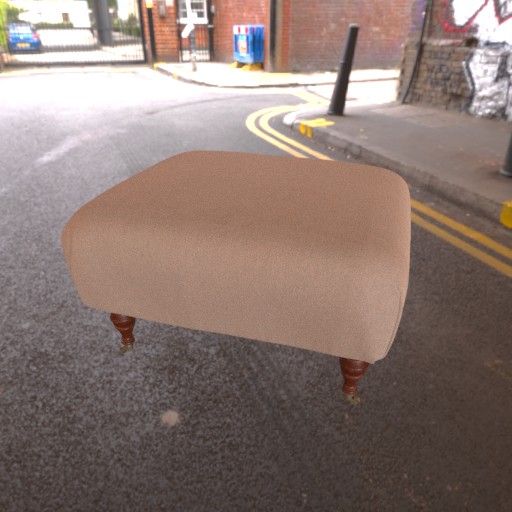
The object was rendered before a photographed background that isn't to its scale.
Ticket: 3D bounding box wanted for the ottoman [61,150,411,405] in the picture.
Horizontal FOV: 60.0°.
[{"bbox_3d":[0.000,0.000,1.170,0.746,0.450,0.639,8,28,16],"label":"ottoman"}]
